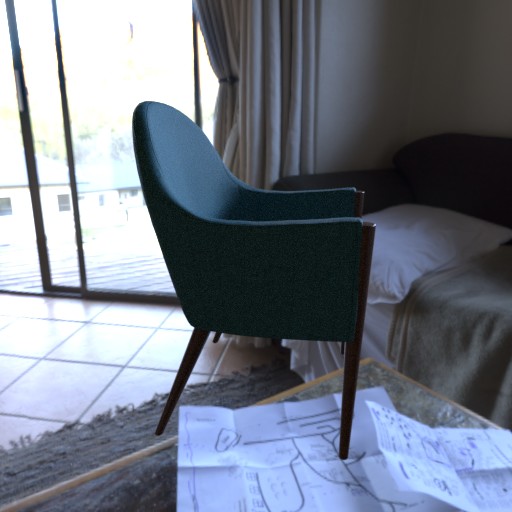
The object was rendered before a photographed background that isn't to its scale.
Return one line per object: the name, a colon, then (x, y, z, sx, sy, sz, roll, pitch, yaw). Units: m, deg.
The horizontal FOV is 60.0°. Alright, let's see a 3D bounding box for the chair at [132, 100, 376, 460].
chair: (0.000, 0.000, 1.360, 0.652, 0.907, 0.656, 3, 16, 10)
